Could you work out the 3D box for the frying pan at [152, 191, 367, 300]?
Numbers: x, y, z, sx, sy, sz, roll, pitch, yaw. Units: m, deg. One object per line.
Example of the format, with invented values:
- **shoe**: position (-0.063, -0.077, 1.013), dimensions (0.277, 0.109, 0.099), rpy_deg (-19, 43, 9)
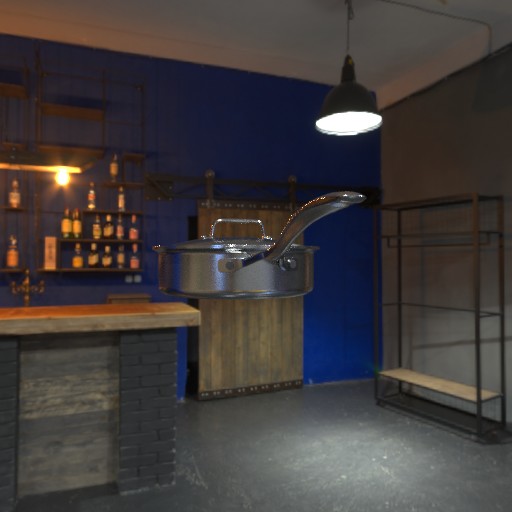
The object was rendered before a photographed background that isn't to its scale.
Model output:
- **frying pan**: position (0.000, 0.000, 0.576), dimensions (0.245, 0.111, 0.492), rpy_deg (0, 0, -19)
